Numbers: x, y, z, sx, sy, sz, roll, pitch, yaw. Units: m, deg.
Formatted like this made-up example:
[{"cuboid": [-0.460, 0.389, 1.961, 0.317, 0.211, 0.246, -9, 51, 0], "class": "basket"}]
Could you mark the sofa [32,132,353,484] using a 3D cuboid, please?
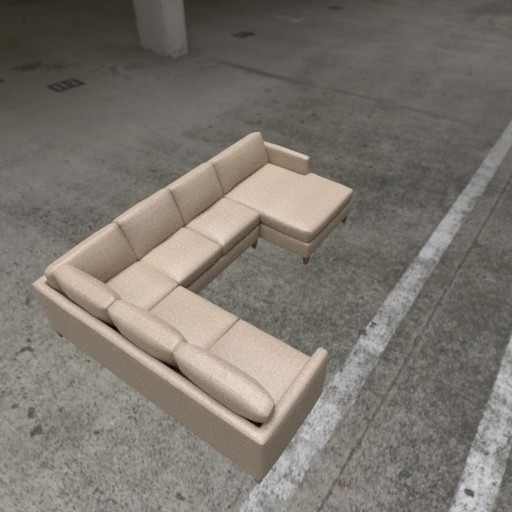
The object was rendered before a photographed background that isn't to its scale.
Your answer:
[{"cuboid": [0.000, 0.000, 4.645, 2.594, 0.961, 3.460, 25, 48, 25], "class": "sofa"}]
